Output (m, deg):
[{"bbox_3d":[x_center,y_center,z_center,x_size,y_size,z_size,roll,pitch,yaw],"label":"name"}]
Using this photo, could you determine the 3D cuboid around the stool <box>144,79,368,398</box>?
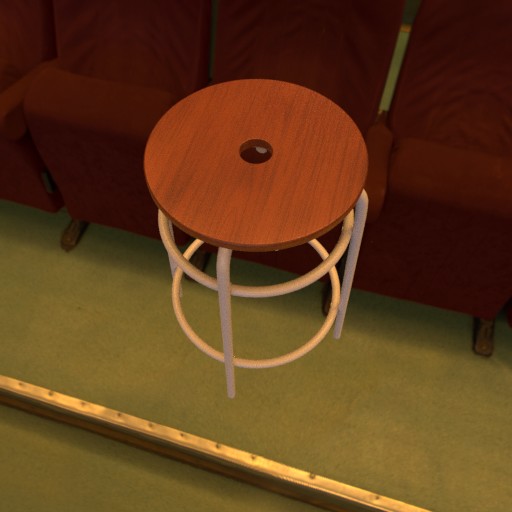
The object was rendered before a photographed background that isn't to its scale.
[{"bbox_3d":[0.000,0.000,0.924,0.455,0.610,0.455,14,60,8],"label":"stool"}]
